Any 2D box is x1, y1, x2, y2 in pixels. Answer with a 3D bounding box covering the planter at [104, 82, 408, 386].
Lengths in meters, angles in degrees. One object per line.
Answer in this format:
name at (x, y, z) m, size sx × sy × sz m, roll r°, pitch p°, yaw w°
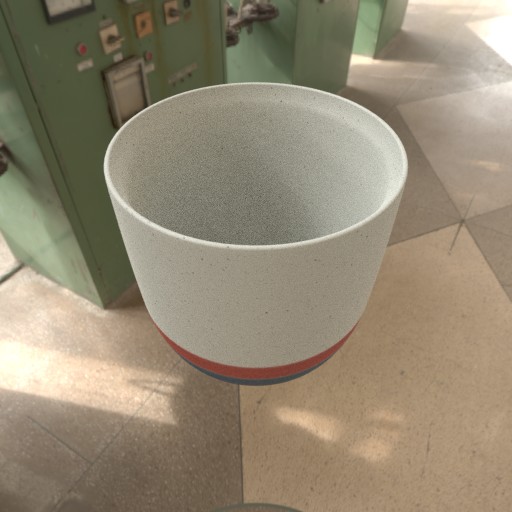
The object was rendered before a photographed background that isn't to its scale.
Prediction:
planter at (0.000, 0.000, 0.380) m, size 0.204 × 0.214 × 0.204 m, roll 0°, pitch 45°, yaw 0°
